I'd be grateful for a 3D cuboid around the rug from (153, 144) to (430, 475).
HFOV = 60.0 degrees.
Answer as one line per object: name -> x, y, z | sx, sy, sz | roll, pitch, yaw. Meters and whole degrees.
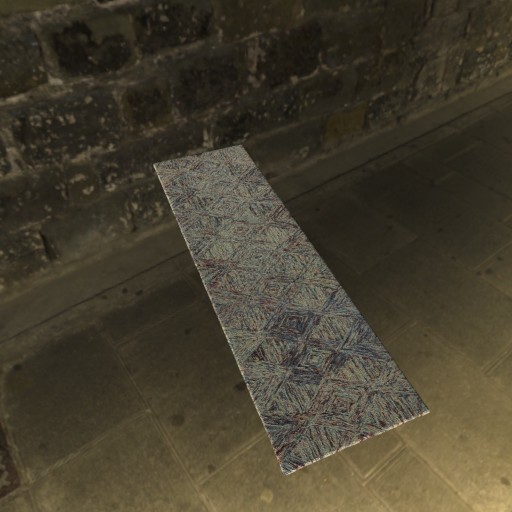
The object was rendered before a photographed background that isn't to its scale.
rug -> 0.000, 0.000, 2.548 | 0.688, 0.015, 2.292 | -16, 48, -15
